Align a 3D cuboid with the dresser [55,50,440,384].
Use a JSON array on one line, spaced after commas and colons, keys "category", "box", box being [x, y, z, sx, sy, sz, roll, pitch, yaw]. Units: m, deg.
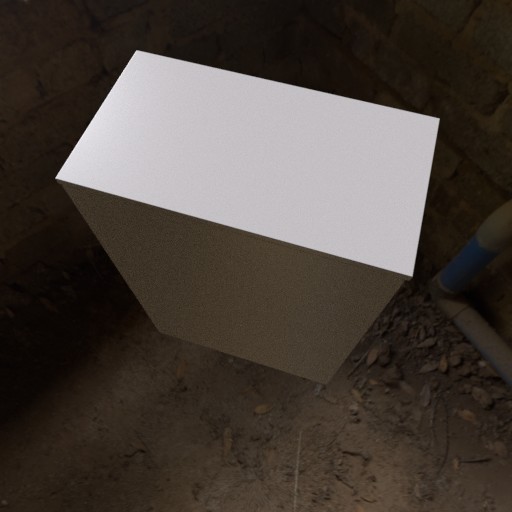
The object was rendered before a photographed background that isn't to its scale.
[{"category": "dresser", "box": [0.000, 0.000, 1.367, 0.704, 1.021, 0.401, 16, 64, 8]}]
